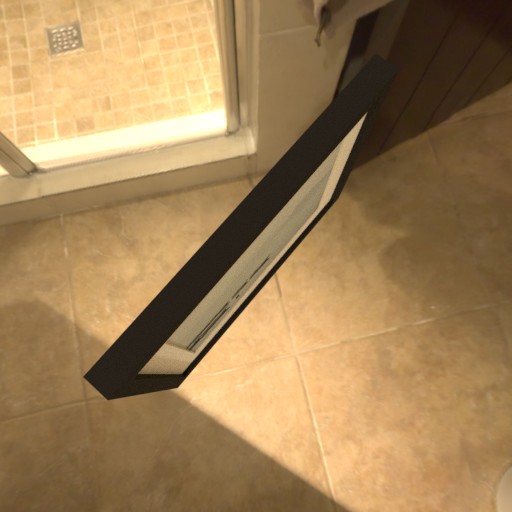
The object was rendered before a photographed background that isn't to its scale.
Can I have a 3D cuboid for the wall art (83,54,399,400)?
[{"bbox_3d":[0.000,0.000,0.547,0.028,0.325,0.397,39,78,10],"label":"wall art"}]
